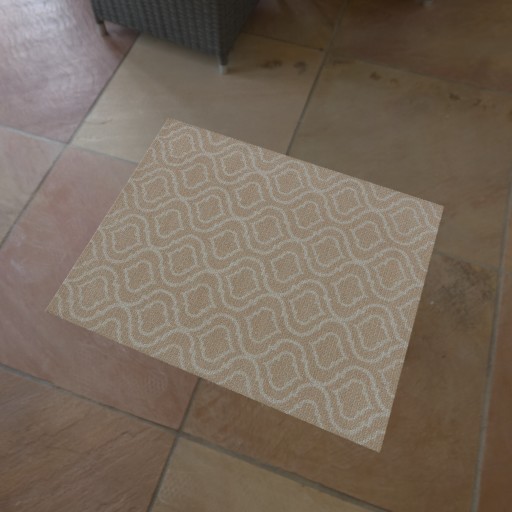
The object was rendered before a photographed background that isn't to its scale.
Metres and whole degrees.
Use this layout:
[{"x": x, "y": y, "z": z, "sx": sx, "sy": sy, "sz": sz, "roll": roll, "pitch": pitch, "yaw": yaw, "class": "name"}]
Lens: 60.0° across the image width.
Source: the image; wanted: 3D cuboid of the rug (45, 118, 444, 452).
[{"x": 0.000, "y": 0.000, "z": 3.945, "sx": 2.894, "sy": 0.013, "sz": 2.286, "roll": 20, "pitch": 66, "yaw": 9, "class": "rug"}]
